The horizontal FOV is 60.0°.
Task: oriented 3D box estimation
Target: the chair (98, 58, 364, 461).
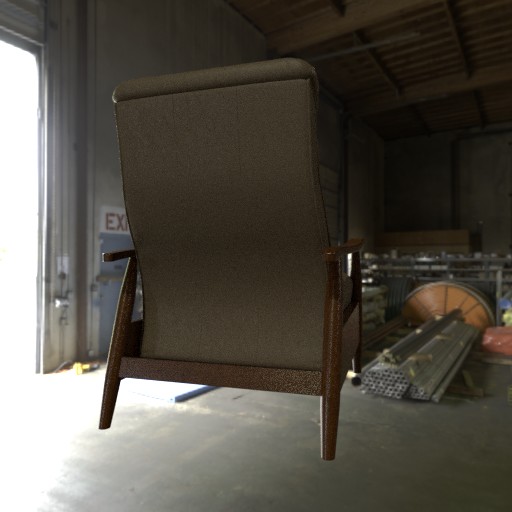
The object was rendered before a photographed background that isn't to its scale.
[{"bbox_3d":[0.000,0.000,1.739,0.762,1.082,1.014,0,0,18],"label":"chair"}]
